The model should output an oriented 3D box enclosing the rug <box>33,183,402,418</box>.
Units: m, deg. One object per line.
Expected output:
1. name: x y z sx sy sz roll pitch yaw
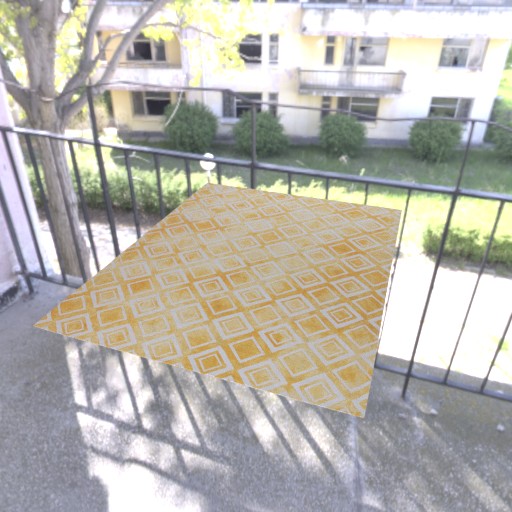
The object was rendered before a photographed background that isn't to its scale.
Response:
1. rug: 0.000 0.000 4.157 2.433 0.011 3.037 10 32 17
